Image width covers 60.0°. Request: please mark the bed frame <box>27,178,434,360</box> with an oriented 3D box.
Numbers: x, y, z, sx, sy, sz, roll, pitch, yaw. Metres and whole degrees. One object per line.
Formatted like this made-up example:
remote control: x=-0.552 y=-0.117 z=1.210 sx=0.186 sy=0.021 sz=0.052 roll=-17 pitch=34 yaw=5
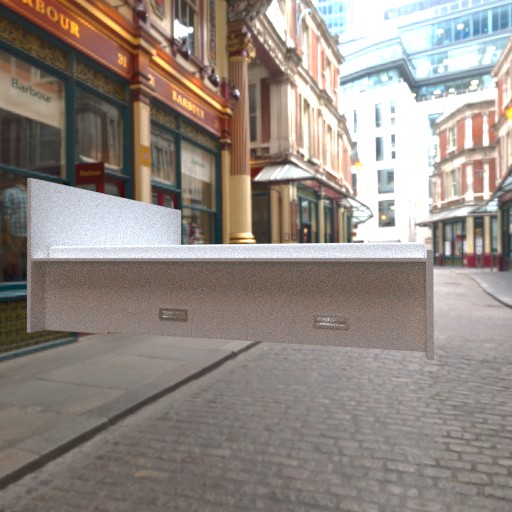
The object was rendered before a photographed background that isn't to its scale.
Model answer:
bed frame: x=0.000 y=0.000 z=2.756 sx=1.960 sy=0.800 sz=1.622 roll=0 pitch=0 yaw=19
